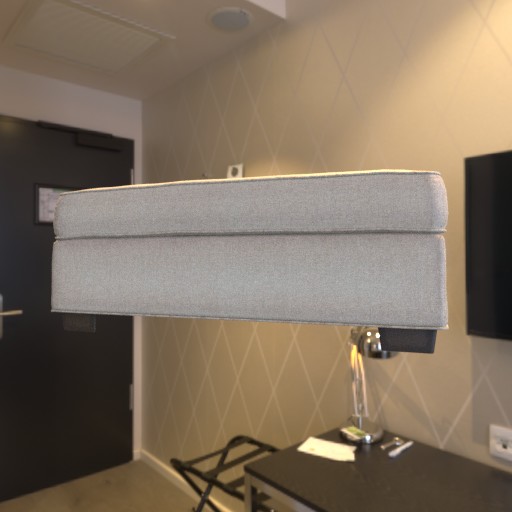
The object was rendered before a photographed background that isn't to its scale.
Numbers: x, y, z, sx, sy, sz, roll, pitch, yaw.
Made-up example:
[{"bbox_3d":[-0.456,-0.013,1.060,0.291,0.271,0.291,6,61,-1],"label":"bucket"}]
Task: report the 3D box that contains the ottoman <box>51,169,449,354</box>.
[{"bbox_3d":[0.000,0.000,1.428,1.097,0.448,0.617,0,0,19],"label":"ottoman"}]
